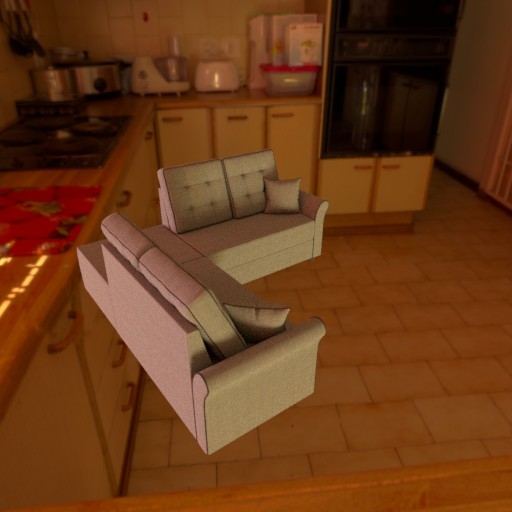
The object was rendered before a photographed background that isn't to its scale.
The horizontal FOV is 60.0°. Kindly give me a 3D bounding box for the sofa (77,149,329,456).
[{"bbox_3d":[0.000,0.000,3.334,2.070,0.988,2.068,-19,34,-31],"label":"sofa"}]
